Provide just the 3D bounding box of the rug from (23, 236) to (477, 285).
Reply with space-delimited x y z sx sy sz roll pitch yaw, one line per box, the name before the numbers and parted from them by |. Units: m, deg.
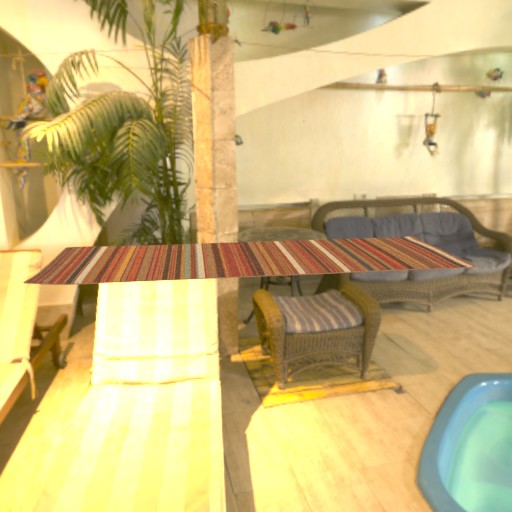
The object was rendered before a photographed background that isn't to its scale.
rug | 0.000 0.000 2.732 2.444 0.030 0.799 -2 15 -8
